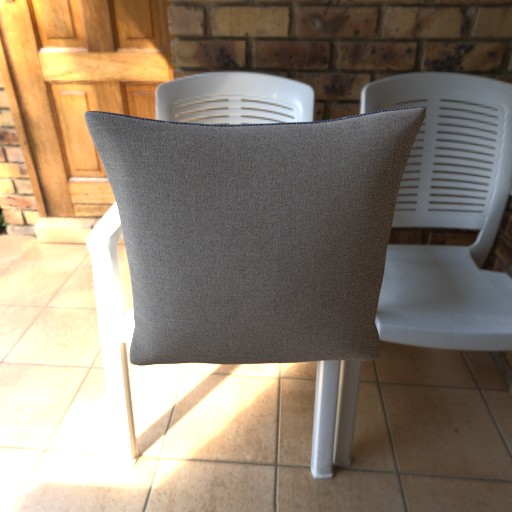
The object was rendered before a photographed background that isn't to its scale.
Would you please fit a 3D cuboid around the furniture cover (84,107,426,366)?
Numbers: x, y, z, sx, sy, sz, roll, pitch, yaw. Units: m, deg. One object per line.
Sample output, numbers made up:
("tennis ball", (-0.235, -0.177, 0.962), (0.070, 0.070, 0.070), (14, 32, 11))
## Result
("furniture cover", (0.000, 0.000, 0.778), (0.511, 0.503, 0.162), (-1, 30, -2))
